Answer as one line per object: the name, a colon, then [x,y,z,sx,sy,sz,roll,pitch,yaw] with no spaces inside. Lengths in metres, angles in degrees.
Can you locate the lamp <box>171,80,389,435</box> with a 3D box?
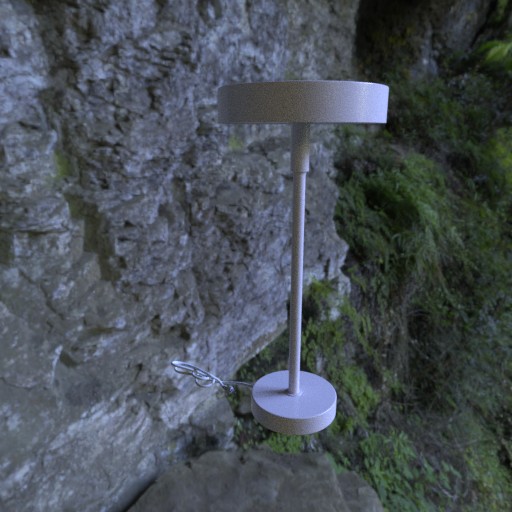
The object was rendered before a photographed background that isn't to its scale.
lamp: [0.000,0.000,0.702,0.369,0.508,0.229,8,18,27]
